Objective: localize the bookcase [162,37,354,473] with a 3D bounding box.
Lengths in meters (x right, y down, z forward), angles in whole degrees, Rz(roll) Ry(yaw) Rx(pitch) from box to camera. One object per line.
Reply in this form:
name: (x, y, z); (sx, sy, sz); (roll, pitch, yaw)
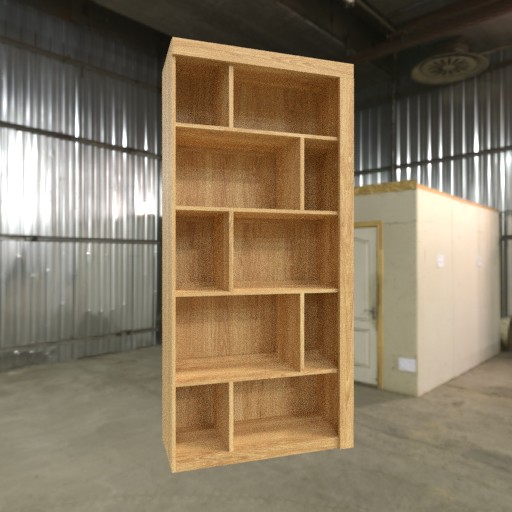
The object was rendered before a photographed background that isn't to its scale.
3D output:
bookcase: (0.000, 0.000, 2.390); (0.950, 2.020, 0.420); (0, 0, -18)
